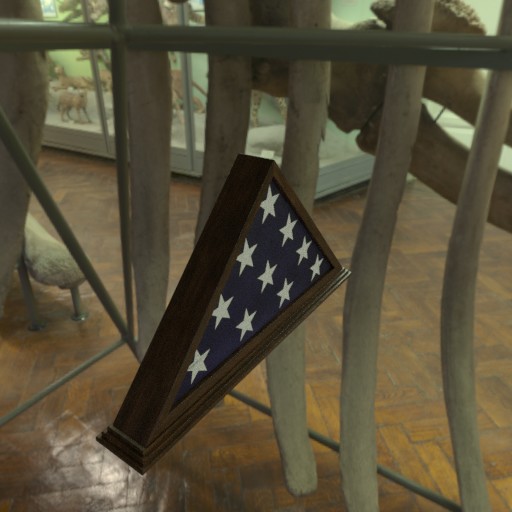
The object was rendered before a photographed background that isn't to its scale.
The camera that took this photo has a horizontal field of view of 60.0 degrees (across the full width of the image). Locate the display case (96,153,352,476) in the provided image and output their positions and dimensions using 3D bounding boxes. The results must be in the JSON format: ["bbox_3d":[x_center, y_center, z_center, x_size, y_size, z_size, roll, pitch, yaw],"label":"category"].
[{"bbox_3d":[0.000,0.000,0.749,0.095,0.340,0.640,18,32,31],"label":"display case"}]
